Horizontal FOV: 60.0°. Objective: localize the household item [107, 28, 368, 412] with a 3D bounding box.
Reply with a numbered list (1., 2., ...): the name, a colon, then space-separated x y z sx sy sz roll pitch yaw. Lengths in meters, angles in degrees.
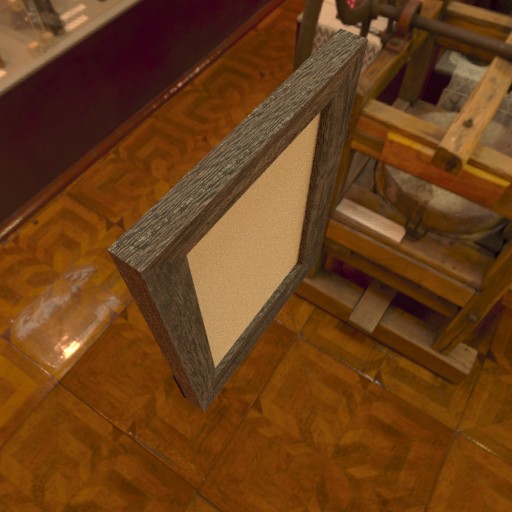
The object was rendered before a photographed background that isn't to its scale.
1. household item: 0.000 0.000 0.274 0.020 0.210 0.160 31 63 18
